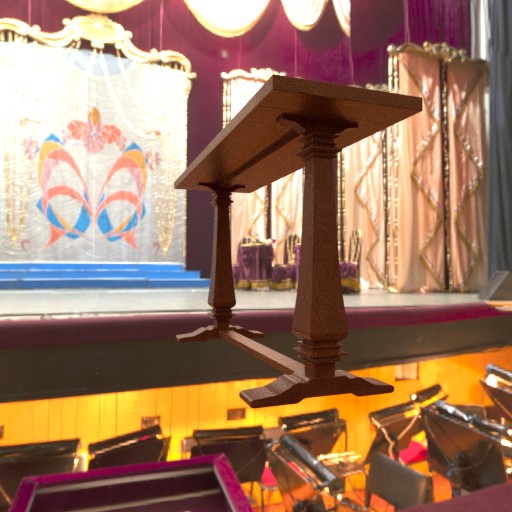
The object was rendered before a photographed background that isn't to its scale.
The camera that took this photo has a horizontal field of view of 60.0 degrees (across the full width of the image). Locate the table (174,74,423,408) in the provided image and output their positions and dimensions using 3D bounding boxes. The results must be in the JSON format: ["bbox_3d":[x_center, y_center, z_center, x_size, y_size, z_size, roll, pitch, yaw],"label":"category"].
[{"bbox_3d":[0.000,0.000,1.840,0.461,0.852,1.478,0,-1,-20],"label":"table"}]
